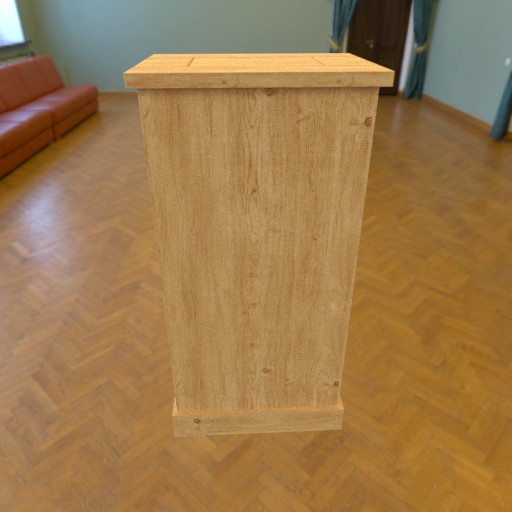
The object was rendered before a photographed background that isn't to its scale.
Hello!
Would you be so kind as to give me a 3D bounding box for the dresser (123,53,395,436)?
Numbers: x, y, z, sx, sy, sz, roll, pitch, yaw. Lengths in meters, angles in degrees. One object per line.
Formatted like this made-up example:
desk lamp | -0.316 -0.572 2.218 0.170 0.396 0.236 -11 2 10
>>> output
dresser | 0.000 0.000 1.289 0.531 1.041 0.390 -1 29 -2
